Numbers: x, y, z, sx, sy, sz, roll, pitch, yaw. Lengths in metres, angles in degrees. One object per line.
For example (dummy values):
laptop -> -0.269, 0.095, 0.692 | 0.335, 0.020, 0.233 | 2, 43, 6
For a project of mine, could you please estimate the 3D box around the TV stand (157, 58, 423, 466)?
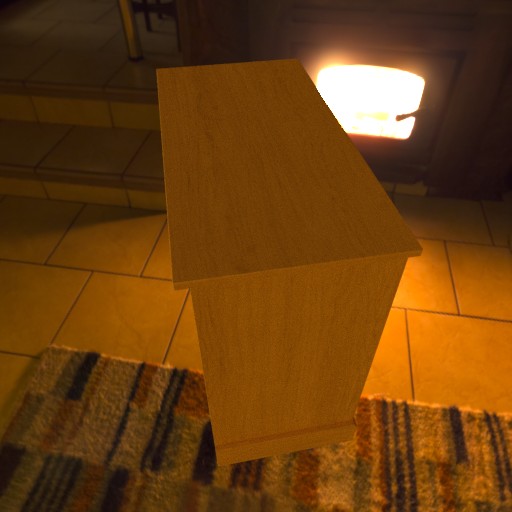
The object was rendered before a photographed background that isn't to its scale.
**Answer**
TV stand -> 0.000, 0.000, 1.303 | 0.430, 0.787, 0.851 | -8, 45, -8
